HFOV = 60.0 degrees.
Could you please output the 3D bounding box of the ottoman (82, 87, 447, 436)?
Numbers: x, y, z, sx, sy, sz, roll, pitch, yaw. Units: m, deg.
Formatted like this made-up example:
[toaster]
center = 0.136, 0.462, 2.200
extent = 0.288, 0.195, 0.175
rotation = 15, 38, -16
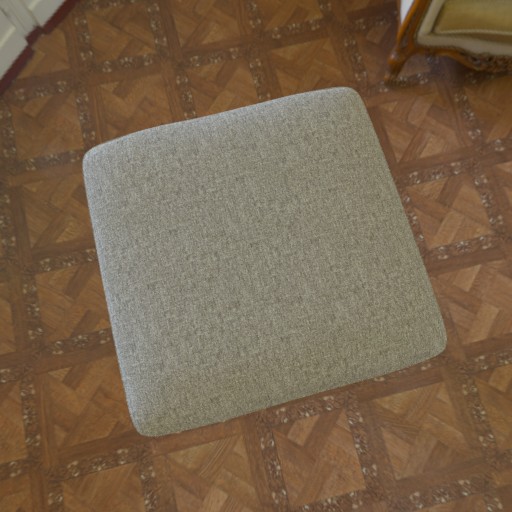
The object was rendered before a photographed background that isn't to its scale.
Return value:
[ottoman]
center = 0.000, 0.000, 1.635
extent = 1.039, 0.526, 1.035
rotation = -15, 77, -4
